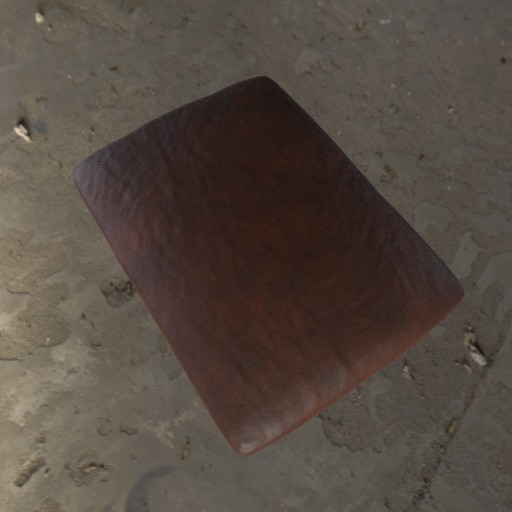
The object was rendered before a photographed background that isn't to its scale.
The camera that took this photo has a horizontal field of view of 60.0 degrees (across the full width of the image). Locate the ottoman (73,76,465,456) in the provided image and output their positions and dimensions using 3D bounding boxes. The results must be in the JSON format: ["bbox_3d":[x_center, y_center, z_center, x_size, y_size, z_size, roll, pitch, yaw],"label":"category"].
[{"bbox_3d":[0.000,0.000,1.264,0.659,0.527,0.887,-31,69,-14],"label":"ottoman"}]
